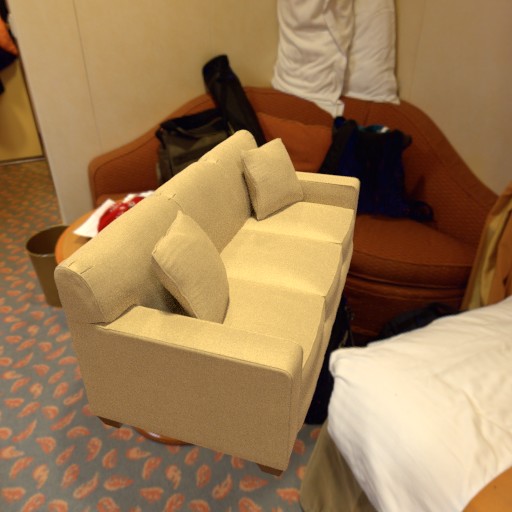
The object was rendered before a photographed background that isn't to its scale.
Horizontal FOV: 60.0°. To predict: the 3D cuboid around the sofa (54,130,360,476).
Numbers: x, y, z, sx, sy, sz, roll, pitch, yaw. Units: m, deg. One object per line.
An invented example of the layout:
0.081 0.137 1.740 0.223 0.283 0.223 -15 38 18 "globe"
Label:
0.000 0.000 2.571 0.997 0.958 2.024 9 32 16 "sofa"
